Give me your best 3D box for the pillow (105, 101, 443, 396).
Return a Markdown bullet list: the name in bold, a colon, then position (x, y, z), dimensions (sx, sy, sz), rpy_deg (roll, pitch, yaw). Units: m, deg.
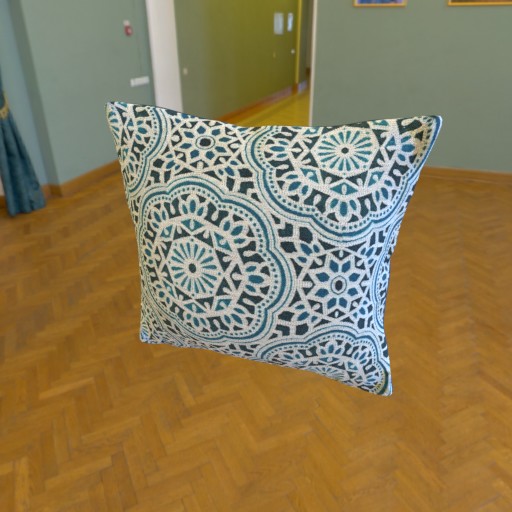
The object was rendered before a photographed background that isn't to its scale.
- **pillow**: position (0.000, 0.000, 0.646), dimensions (0.440, 0.420, 0.145), rpy_deg (9, 29, 16)
